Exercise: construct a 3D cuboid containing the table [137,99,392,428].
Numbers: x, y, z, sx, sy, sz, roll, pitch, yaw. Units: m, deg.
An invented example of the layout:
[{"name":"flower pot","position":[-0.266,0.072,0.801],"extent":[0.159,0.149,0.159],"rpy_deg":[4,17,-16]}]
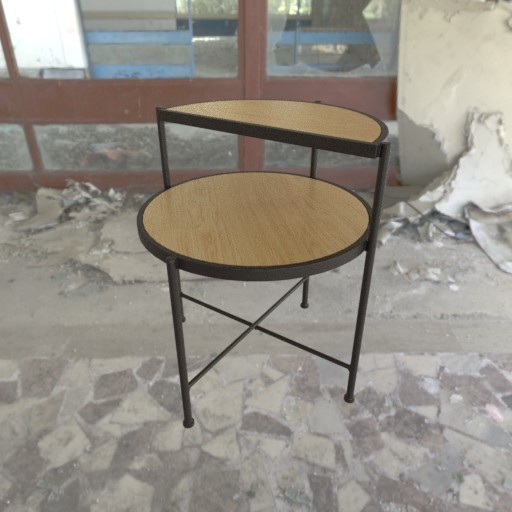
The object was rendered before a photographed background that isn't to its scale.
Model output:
[{"name":"table","position":[0.000,0.000,1.156],"extent":[0.629,0.684,0.628],"rpy_deg":[19,35,29]}]
